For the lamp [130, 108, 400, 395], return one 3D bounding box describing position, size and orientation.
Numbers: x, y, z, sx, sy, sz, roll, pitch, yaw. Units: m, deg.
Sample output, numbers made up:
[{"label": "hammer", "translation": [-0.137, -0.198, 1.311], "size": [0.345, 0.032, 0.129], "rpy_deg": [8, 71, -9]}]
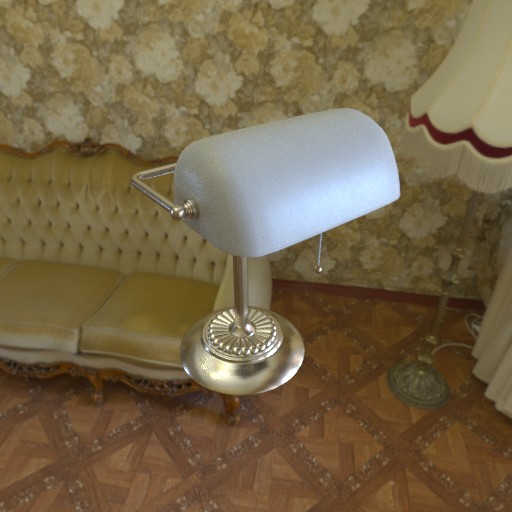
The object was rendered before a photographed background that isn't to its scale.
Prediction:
[{"label": "lamp", "translation": [0.000, 0.000, 0.529], "size": [0.264, 0.339, 0.243], "rpy_deg": [-23, 38, -32]}]
